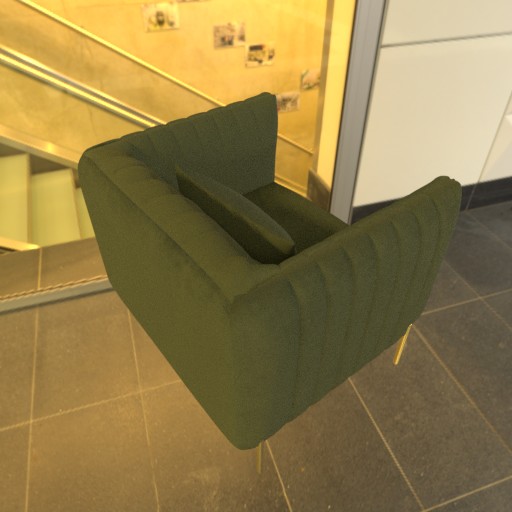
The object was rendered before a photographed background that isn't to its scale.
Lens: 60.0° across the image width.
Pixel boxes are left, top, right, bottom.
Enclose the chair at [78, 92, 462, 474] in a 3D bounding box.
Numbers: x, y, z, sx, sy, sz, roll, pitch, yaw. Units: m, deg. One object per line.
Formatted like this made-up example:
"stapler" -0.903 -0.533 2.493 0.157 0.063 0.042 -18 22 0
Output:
"chair" 0.000 0.000 1.642 0.877 0.794 1.032 -27 48 -28
